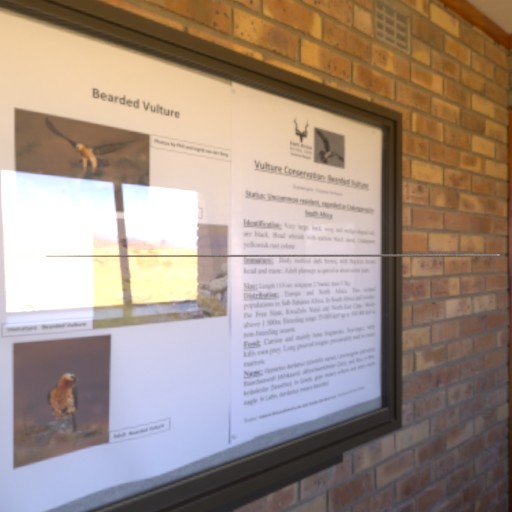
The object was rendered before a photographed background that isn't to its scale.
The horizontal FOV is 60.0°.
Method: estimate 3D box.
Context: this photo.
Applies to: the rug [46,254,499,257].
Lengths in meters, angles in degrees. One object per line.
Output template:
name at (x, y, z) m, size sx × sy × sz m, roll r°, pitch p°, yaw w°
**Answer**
rug at (0.000, 0.000, 2.447) m, size 2.275 × 0.009 × 0.684 m, roll 0°, pitch 0°, yaw 19°
